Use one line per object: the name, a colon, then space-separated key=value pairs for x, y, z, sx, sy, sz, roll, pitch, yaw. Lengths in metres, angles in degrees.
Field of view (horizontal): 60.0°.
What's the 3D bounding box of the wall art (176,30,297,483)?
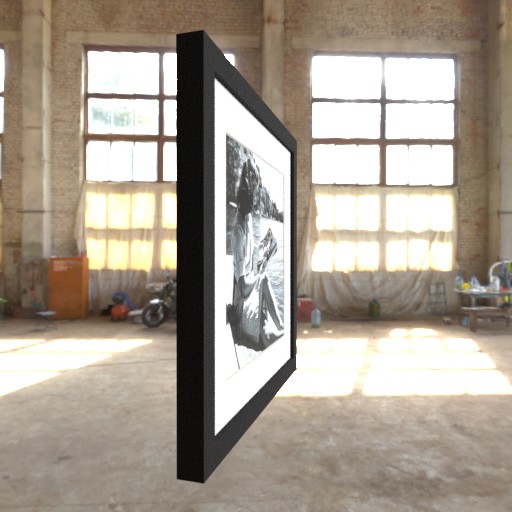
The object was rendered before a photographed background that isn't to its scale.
wall art: x=0.000 y=0.000 z=0.673 sx=0.030 sy=0.458 sz=0.462 roll=0 pitch=0 yaw=17
